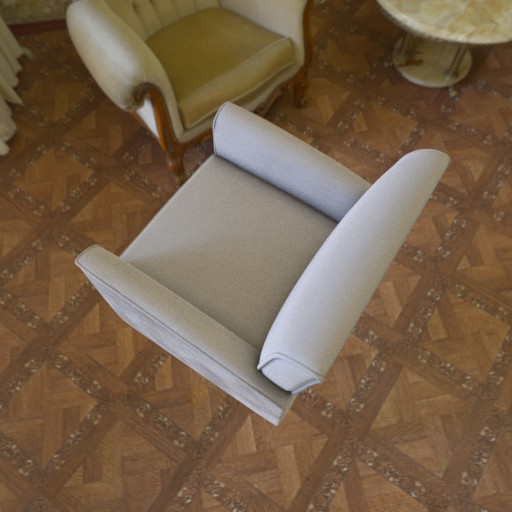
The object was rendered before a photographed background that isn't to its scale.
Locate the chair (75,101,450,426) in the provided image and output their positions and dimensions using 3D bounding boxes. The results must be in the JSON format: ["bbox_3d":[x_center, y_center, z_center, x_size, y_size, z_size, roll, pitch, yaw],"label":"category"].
[{"bbox_3d":[0.000,0.000,1.564,0.821,0.915,0.820,30,67,15],"label":"chair"}]
